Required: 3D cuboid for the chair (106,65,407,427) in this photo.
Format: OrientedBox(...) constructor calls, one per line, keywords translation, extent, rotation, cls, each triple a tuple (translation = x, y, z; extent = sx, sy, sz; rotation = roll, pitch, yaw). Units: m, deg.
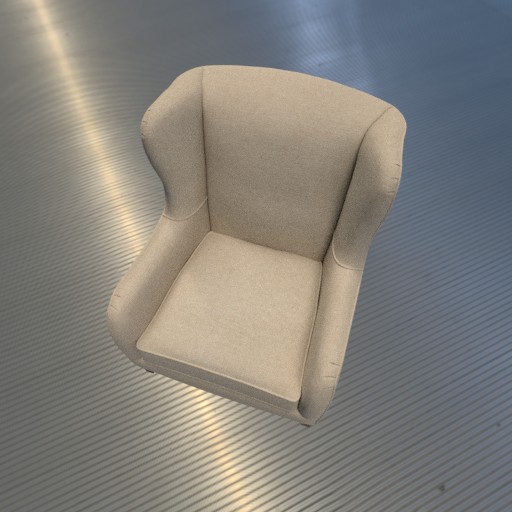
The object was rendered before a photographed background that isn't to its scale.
OrientedBox(translation=(0.000, 0.000, 1.730), extent=(0.838, 1.040, 0.966), rotation=(16, 58, 10), cls="chair")
